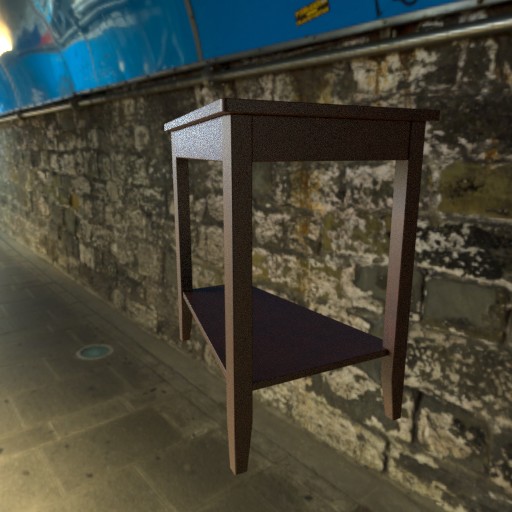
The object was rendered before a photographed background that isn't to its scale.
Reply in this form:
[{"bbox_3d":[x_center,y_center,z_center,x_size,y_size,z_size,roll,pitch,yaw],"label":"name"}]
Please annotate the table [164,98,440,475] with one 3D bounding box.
[{"bbox_3d":[0.000,0.000,0.989,0.399,0.589,0.605,-7,15,-26],"label":"table"}]
